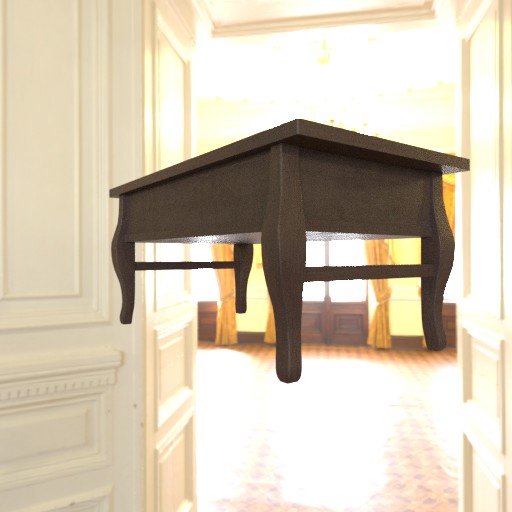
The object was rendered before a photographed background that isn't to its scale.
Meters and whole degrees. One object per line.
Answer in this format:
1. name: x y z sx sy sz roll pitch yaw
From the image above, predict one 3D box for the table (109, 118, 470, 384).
1. table: 0.000 0.000 1.392 0.600 0.494 1.062 0 0 -36
